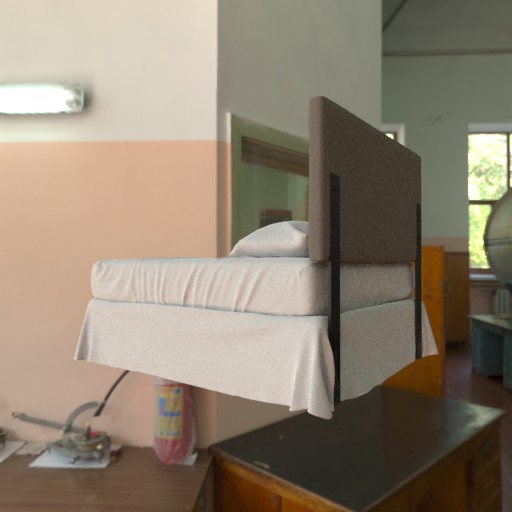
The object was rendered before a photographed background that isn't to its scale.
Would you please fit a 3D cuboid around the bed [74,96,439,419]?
[{"bbox_3d":[0.000,0.000,3.450,2.222,1.577,1.936,-1,-1,37],"label":"bed"}]
